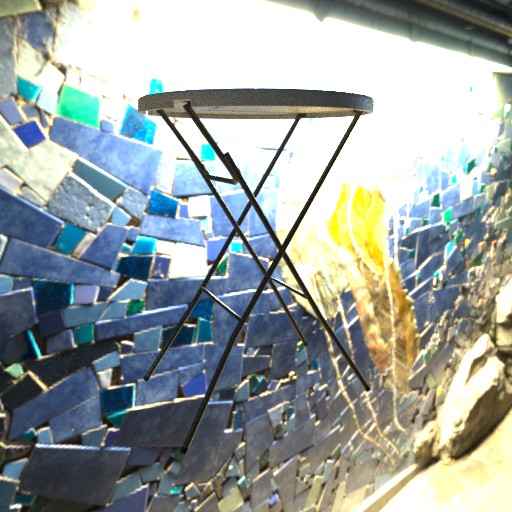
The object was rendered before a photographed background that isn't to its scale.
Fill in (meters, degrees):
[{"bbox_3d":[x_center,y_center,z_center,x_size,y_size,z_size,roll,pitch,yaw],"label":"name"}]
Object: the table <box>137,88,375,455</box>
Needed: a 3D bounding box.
[{"bbox_3d":[0.000,0.000,1.666,0.795,1.105,0.792,-7,16,-26],"label":"table"}]
